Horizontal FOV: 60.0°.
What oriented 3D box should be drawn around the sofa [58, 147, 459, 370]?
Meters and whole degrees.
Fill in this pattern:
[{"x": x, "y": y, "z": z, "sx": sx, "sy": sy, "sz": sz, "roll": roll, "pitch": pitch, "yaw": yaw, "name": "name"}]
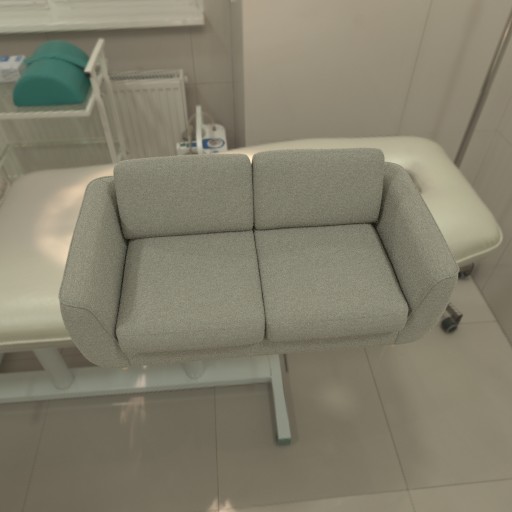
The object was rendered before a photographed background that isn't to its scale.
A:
[{"x": 0.000, "y": 0.000, "z": 2.222, "sx": 1.700, "sy": 0.850, "sz": 0.920, "roll": -4, "pitch": 46, "yaw": -4, "name": "sofa"}]
